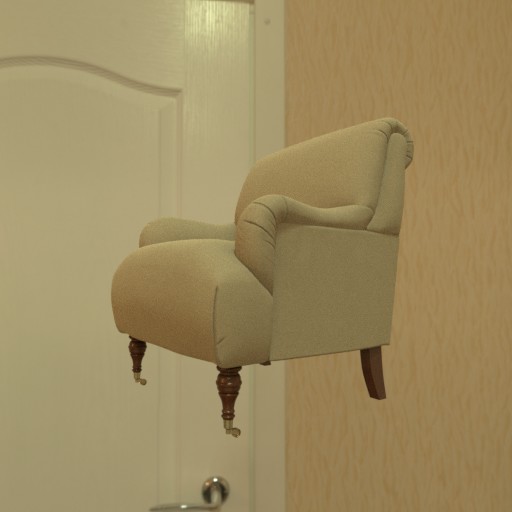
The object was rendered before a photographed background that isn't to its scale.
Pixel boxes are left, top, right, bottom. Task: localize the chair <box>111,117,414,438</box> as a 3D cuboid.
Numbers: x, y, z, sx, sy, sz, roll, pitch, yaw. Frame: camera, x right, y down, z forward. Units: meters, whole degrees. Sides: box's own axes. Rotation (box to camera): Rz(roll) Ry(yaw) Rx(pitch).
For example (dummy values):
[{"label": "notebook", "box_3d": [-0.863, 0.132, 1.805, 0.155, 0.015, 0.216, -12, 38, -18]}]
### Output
[{"label": "chair", "box_3d": [0.000, 0.000, 1.557, 0.842, 0.942, 0.766, 1, -2, -36]}]
